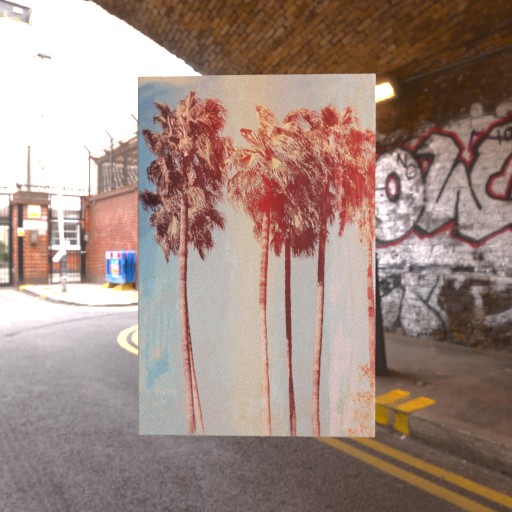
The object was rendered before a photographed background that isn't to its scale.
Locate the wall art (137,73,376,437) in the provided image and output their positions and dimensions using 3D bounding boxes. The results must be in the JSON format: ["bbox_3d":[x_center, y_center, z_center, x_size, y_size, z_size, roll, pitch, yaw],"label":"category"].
[{"bbox_3d":[0.000,0.000,0.763,0.401,0.610,0.038,0,0,1],"label":"wall art"}]
